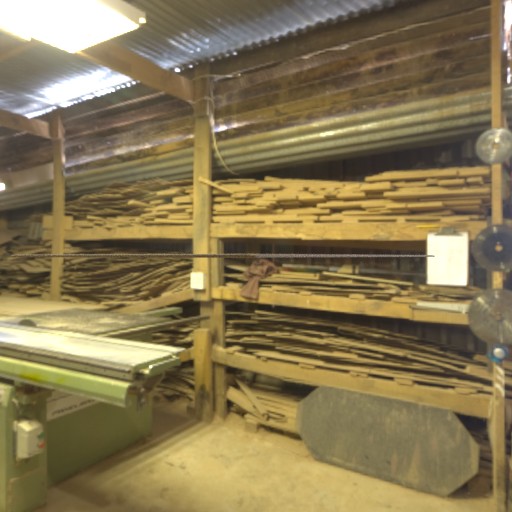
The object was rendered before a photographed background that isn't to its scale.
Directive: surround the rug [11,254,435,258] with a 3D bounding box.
[{"bbox_3d":[0.000,0.000,2.629,1.517,0.013,2.115,0,0,36],"label":"rug"}]
